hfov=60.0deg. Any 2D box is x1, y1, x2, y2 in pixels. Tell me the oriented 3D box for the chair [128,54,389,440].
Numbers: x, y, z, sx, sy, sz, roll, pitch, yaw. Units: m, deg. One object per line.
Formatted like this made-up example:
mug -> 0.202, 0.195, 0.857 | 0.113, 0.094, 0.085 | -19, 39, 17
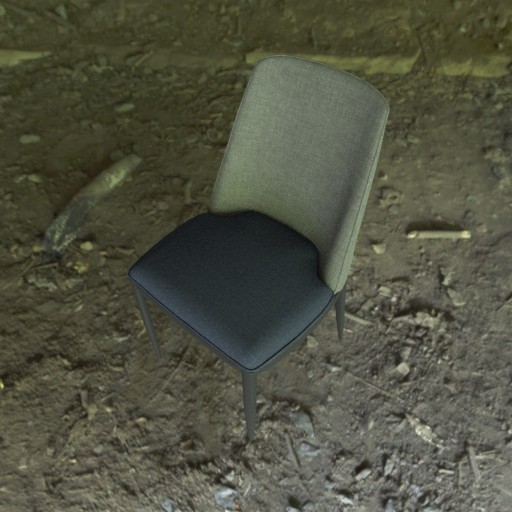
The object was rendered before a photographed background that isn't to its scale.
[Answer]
chair -> 0.000, 0.000, 1.188 | 0.488, 0.855, 0.550 | 32, 55, 27
